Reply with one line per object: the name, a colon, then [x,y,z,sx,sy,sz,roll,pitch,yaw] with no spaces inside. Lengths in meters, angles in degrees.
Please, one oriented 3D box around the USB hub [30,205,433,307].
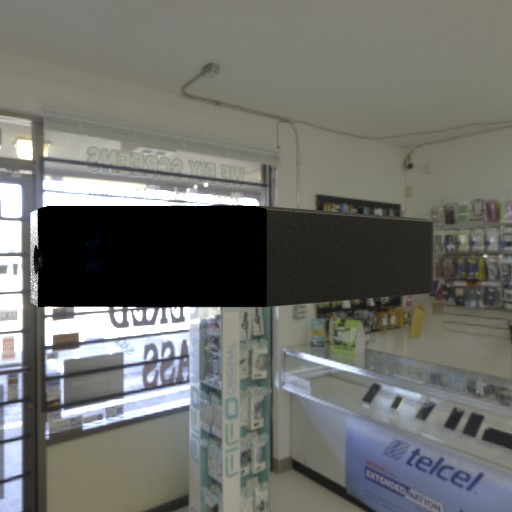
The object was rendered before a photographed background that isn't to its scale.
USB hub: [0.000,0.000,0.125,0.110,0.023,0.044,0,0,-35]
